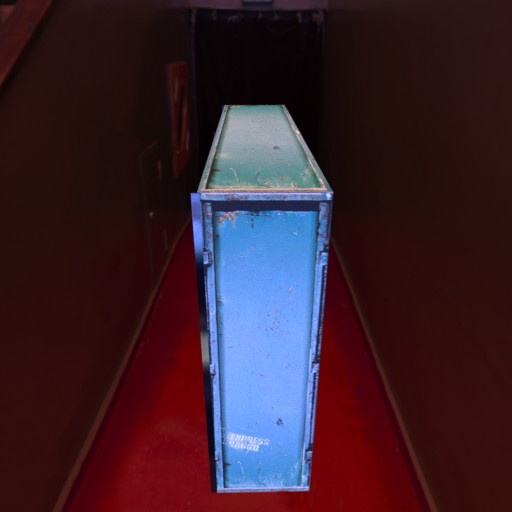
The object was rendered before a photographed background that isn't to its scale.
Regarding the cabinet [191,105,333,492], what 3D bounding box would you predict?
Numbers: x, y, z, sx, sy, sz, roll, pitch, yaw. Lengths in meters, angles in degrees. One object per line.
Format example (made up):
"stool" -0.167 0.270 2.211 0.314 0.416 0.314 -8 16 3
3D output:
"cabinet" 0.000 0.000 3.935 0.680 2.160 3.001 0 26 -1
